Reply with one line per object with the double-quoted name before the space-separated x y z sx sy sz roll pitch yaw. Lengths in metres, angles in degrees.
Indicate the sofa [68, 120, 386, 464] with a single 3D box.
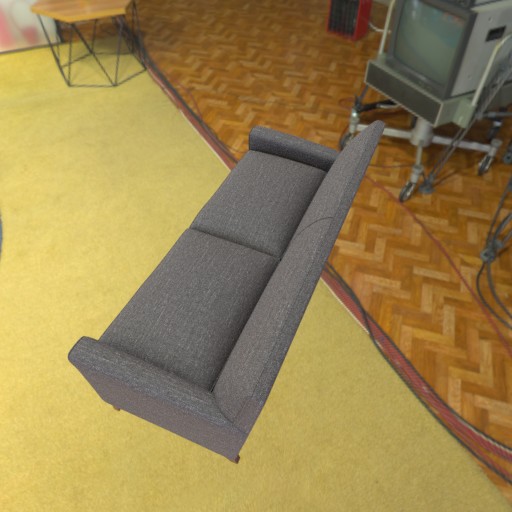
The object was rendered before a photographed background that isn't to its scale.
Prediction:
"sofa" 0.000 0.000 2.451 0.875 0.846 1.976 17 49 16
